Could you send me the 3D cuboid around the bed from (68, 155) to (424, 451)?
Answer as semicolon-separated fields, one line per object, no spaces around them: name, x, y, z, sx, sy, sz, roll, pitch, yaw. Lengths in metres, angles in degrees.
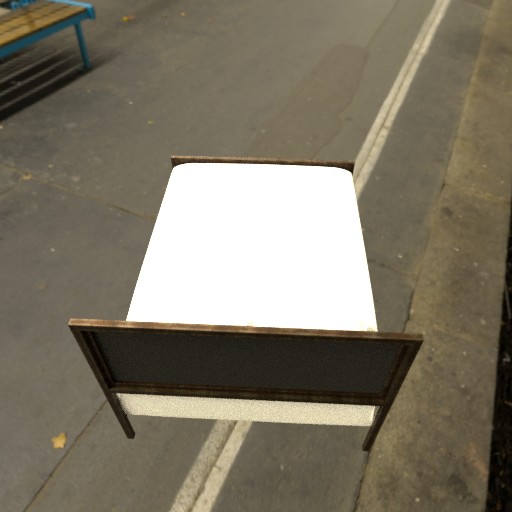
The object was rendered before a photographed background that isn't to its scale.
bed;0.000;0.000;3.235;1.607;1.313;2.221;2;46;2
